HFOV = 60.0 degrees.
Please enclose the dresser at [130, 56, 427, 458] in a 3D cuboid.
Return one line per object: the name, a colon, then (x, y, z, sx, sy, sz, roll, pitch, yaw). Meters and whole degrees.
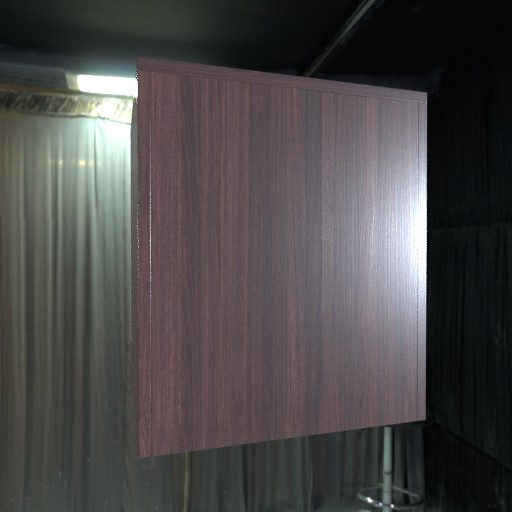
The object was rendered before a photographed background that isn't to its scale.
dresser: (0.000, 0.000, 0.749, 0.400, 0.470, 0.360, 0, 1, -17)
